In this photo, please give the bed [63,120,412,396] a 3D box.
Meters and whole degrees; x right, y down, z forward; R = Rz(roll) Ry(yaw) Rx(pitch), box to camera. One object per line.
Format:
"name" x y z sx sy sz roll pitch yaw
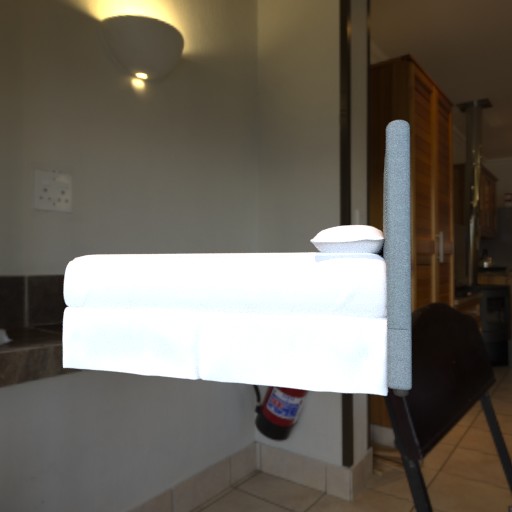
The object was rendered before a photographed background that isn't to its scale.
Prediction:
"bed" 0.000 0.000 3.281 2.143 1.460 1.753 0 -1 18
